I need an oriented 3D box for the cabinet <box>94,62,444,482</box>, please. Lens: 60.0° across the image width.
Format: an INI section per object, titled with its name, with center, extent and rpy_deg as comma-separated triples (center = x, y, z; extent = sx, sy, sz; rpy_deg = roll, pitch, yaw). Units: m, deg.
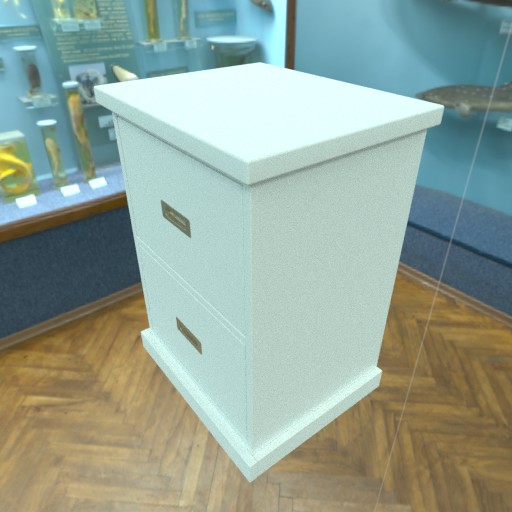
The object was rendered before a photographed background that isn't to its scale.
[cabinet]
center = 0.000, 0.000, 1.030
extent = 0.431, 0.723, 0.520
rpy_deg = -23, 40, -31
